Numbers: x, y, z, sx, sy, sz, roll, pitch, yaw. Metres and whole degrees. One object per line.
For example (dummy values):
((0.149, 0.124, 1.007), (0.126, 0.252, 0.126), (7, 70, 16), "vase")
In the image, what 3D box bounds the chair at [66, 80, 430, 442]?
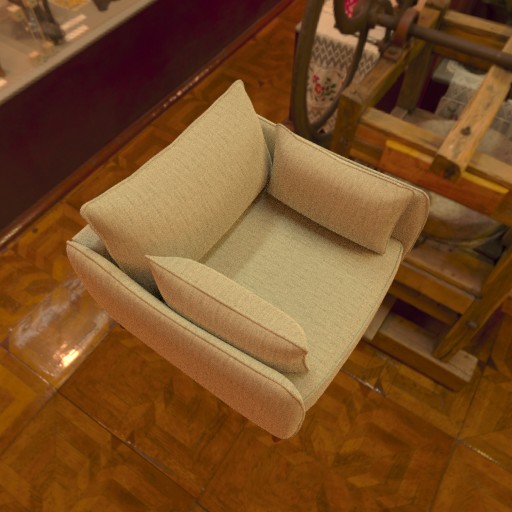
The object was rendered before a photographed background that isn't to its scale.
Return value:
((0.000, 0.000, 1.741), (0.991, 0.855, 0.994), (31, 63, 18), "chair")
